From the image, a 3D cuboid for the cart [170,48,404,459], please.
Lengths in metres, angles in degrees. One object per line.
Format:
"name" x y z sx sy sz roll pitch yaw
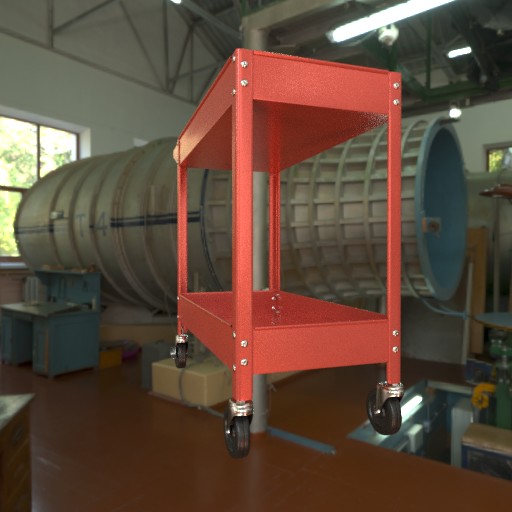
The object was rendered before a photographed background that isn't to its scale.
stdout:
"cart" 0.000 0.000 1.168 0.366 0.719 0.779 0 1 -19
